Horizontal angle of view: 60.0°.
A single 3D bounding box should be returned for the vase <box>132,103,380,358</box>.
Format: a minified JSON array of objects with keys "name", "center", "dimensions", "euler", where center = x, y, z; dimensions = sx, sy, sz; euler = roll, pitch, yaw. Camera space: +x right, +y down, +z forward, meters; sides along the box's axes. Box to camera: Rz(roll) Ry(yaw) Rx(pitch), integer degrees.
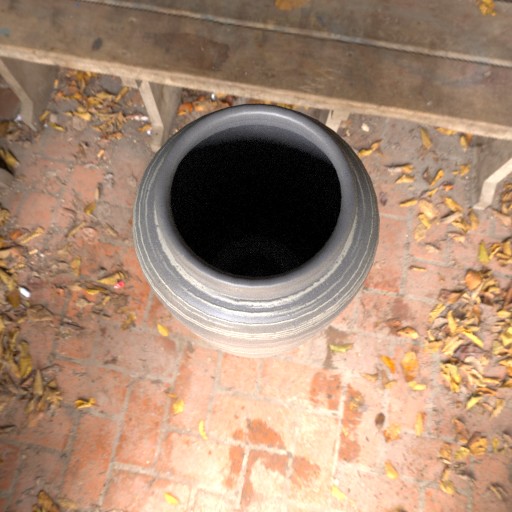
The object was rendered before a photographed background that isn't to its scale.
[{"name":"vase","center":[0.000,0.000,0.680],"dimensions":[0.297,0.499,0.297],"euler":[0,75,0]}]
